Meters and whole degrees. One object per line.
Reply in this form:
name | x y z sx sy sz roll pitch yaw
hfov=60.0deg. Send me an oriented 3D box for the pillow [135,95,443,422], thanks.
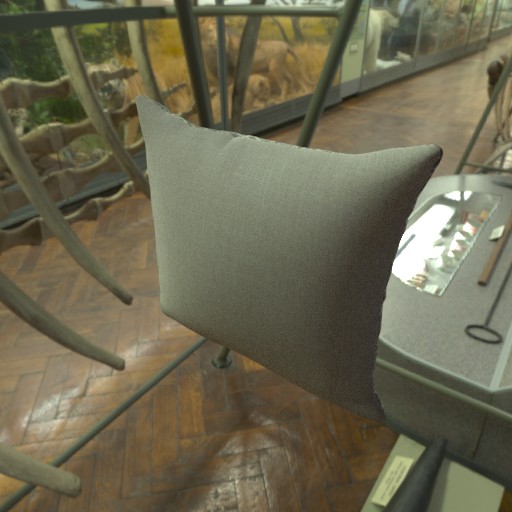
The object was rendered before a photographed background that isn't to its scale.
pillow | 0.000 0.000 0.779 0.546 0.487 0.180 20 36 30
